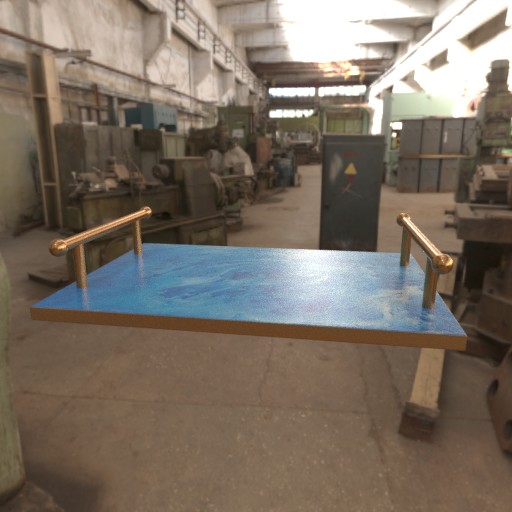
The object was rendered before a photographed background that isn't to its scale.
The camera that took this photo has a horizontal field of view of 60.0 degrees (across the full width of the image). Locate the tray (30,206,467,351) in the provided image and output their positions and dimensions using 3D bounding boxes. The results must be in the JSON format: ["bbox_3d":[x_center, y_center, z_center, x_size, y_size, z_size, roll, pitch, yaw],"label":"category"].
[{"bbox_3d":[0.000,0.000,0.579,0.444,0.084,0.304,2,15,9],"label":"tray"}]
